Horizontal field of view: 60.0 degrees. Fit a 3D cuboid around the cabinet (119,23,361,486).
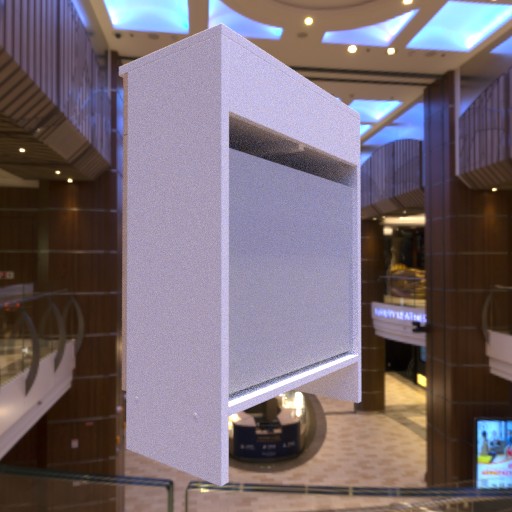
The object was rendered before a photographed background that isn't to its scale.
[{"bbox_3d":[0.000,0.000,1.106,0.296,0.815,0.600,-1,-1,37],"label":"cabinet"}]
